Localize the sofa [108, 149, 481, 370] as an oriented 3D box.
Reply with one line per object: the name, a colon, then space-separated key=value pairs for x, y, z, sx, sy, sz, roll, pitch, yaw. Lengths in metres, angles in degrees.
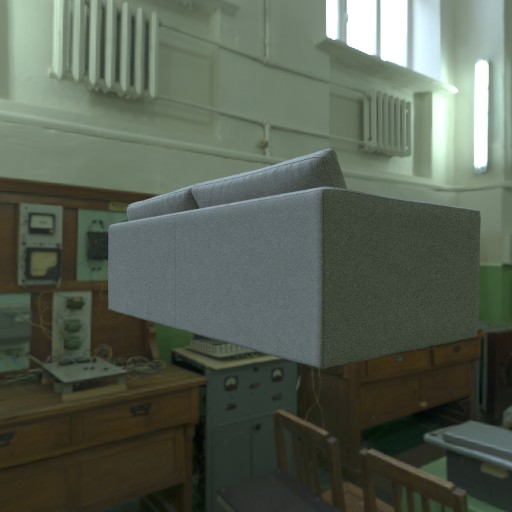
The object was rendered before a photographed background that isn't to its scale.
sofa: x=0.000 y=0.000 z=2.729 sx=1.090 sy=0.838 sz=2.588 roll=0 pitch=0 yaw=-37
